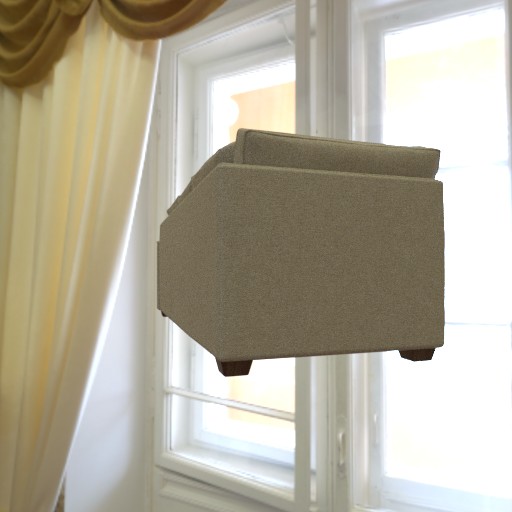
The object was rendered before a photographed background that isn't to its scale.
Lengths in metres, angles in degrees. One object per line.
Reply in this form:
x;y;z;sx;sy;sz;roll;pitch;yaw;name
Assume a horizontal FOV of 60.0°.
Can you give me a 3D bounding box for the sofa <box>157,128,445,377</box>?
0.000;0.000;2.817;1.053;0.948;2.323;1;-2;-18;sofa
